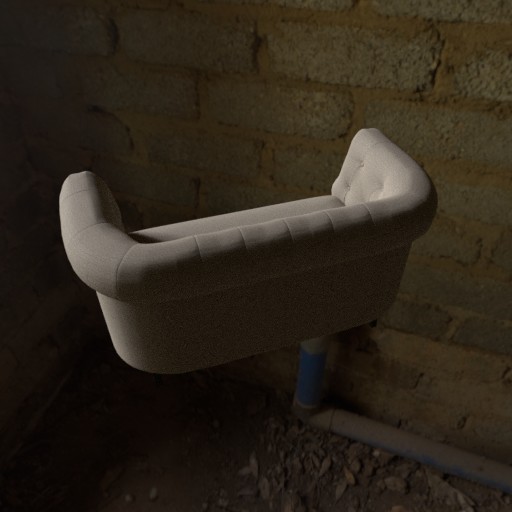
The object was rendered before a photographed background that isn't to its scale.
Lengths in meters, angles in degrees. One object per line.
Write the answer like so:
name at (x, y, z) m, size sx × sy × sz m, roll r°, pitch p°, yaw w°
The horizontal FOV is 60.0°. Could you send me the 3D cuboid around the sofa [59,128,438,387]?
sofa at (0.000, 0.000, 2.065) m, size 1.558 × 0.827 × 0.835 m, roll -12°, pitch 42°, yaw -14°
